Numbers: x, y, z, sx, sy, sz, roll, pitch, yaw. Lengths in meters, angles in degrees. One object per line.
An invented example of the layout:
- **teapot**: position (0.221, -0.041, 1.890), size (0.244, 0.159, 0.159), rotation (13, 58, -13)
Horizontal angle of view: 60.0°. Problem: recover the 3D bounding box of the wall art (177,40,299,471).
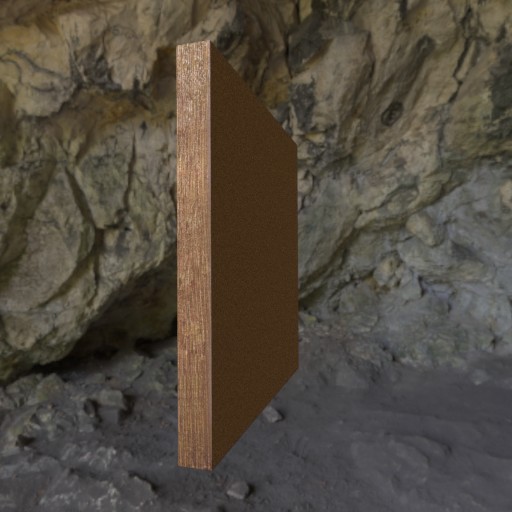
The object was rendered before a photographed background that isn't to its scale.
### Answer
- **wall art**: position (0.000, 0.000, 0.613), size (0.039, 0.403, 0.406), rotation (0, 0, 17)
